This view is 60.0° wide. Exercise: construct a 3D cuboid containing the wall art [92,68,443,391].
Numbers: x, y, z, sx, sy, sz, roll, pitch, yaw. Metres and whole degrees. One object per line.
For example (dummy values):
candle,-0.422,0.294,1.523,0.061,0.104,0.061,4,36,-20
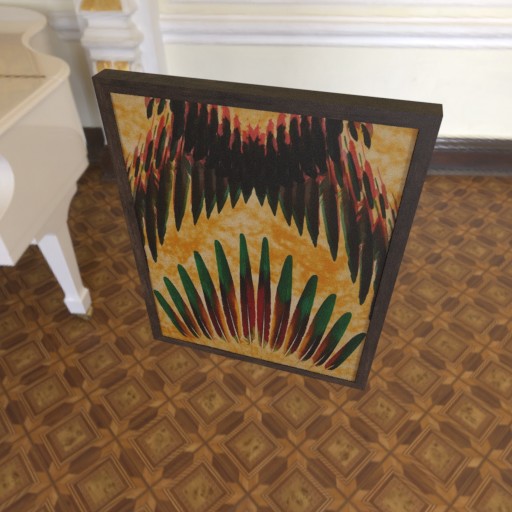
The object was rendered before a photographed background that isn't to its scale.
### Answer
wall art,0.000,0.000,0.542,0.329,0.406,0.027,11,42,12
